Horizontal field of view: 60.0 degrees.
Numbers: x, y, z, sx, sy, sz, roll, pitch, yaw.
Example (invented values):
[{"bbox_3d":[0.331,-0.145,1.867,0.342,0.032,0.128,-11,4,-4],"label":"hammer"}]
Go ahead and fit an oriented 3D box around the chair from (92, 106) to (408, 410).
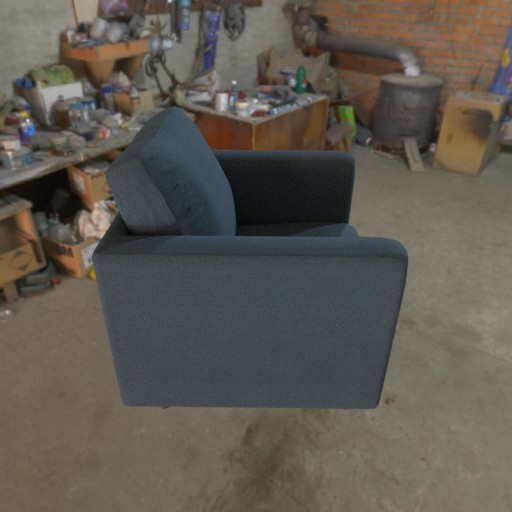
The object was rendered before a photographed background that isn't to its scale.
[{"bbox_3d":[0.000,0.000,1.554,0.820,0.922,0.855,0,31,0],"label":"chair"}]
